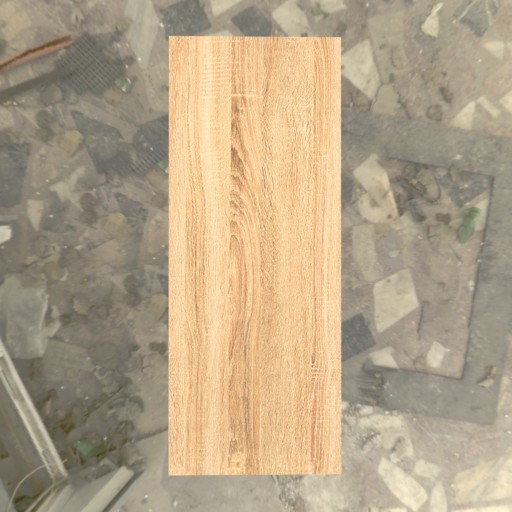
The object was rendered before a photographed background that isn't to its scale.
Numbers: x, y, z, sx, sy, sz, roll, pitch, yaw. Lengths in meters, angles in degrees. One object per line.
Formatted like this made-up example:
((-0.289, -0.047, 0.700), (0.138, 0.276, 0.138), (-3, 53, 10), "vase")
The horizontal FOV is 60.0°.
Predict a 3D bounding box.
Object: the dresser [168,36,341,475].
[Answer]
((0.000, 0.000, 1.562), (0.450, 0.900, 1.100), (0, 90, -1), "dresser")
